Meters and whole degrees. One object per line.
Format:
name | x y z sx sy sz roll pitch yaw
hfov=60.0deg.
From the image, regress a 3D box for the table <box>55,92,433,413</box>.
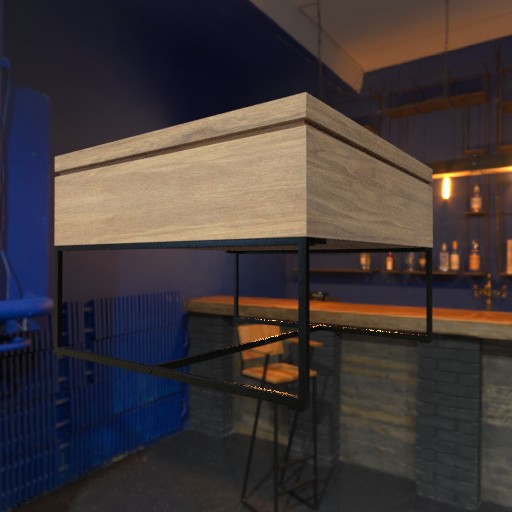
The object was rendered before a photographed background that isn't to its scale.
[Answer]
table | 0.000 0.000 1.110 0.676 0.464 0.679 0 -1 36
